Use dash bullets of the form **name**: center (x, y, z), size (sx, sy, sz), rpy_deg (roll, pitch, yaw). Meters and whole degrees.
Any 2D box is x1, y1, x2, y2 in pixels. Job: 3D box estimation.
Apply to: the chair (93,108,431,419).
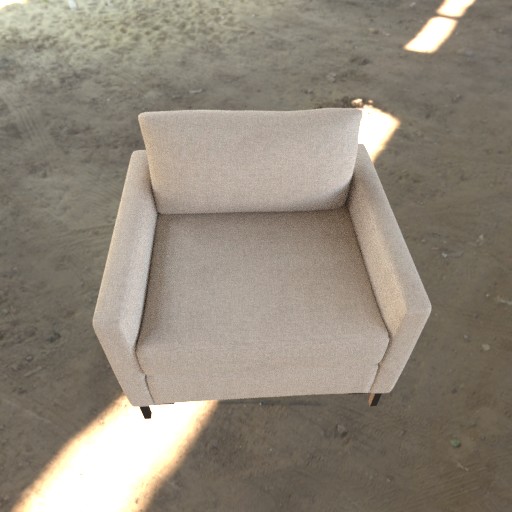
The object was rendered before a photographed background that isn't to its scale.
- **chair**: center (0.000, 0.000, 1.622), size (0.963, 0.861, 0.866), rpy_deg (-2, 47, -2)
